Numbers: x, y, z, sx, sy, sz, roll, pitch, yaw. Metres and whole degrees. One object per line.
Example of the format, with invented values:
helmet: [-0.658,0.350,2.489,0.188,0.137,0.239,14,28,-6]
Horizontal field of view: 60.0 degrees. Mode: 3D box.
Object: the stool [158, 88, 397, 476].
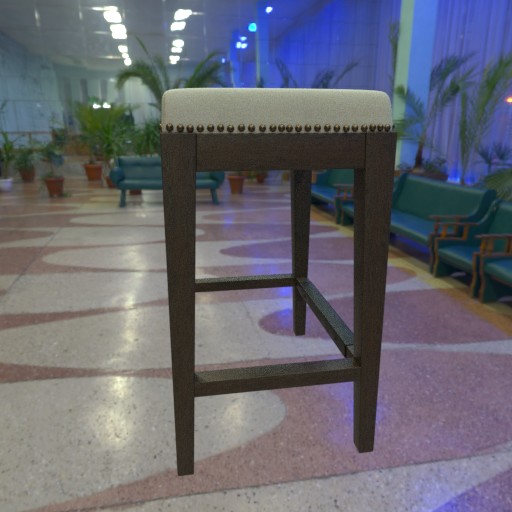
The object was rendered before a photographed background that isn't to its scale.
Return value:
stool: [0.000,0.000,0.939,0.361,0.642,0.500,-3,18,-9]
